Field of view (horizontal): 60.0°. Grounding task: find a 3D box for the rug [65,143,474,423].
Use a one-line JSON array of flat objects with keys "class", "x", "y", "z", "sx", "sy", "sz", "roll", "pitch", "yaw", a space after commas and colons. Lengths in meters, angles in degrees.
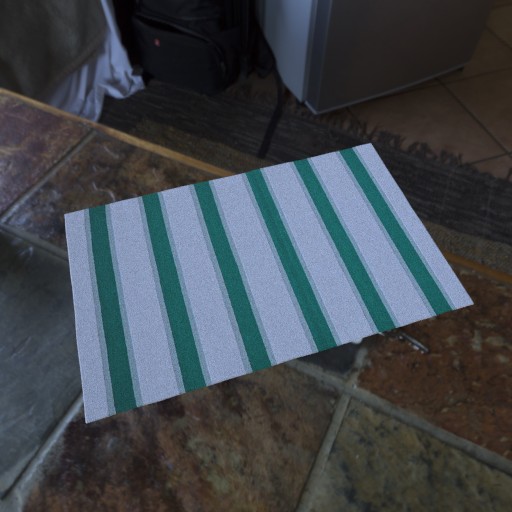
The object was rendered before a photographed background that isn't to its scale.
[{"class": "rug", "x": 0.000, "y": 0.000, "z": 3.016, "sx": 2.436, "sy": 0.015, "sz": 1.521, "roll": -15, "pitch": 59, "yaw": -9}]
